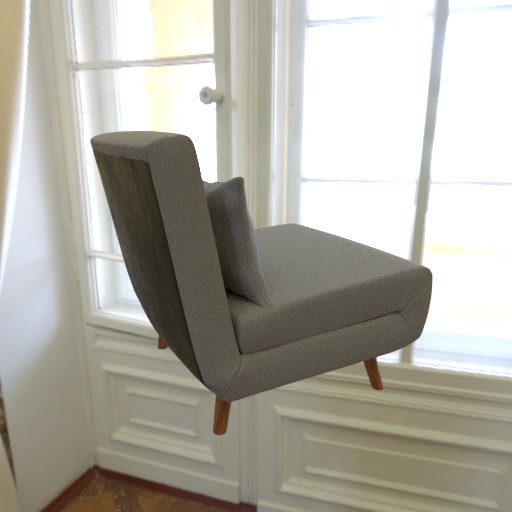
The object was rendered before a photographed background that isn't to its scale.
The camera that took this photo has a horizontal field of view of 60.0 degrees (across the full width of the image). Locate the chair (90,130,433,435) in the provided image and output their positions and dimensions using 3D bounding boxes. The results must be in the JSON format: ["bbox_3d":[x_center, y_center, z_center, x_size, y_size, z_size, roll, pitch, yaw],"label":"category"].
[{"bbox_3d":[0.000,0.000,1.483,0.902,0.808,0.770,-8,18,-26],"label":"chair"}]
